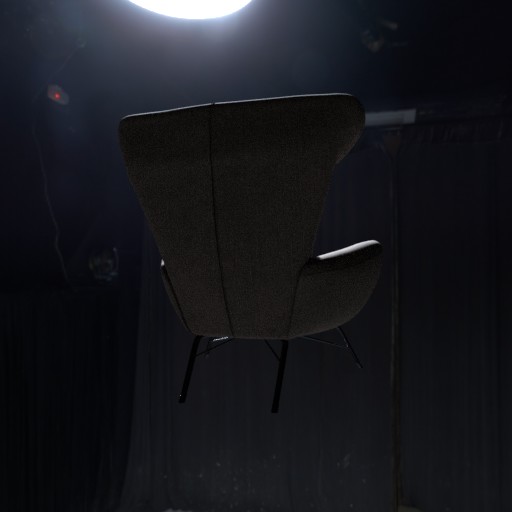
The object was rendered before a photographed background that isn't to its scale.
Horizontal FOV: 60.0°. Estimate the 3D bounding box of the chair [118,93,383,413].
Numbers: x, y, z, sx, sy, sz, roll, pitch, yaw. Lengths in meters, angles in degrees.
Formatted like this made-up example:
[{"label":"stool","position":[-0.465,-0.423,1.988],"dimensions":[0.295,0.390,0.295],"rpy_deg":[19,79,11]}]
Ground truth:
[{"label":"chair","position":[0.000,0.000,1.803],"dimensions":[0.980,1.040,0.900],"rpy_deg":[0,-2,17]}]
